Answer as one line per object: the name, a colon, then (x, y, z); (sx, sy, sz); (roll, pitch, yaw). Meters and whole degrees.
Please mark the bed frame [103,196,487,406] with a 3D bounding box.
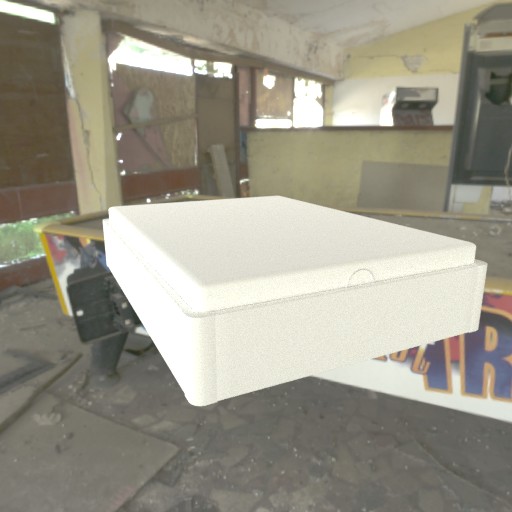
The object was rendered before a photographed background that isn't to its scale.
bed frame: (0.000, 0.000, 2.520); (1.400, 0.406, 1.900); (-7, 17, -25)
